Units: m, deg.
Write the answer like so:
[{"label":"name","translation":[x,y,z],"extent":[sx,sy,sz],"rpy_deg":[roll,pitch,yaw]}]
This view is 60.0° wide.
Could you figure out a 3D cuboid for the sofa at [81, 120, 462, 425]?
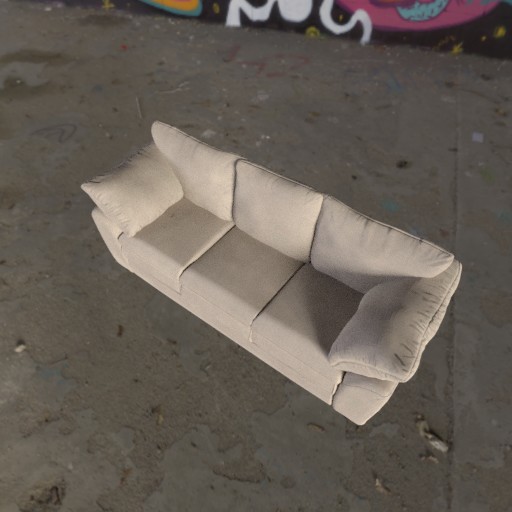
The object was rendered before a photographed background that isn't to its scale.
[{"label":"sofa","translation":[0.000,0.000,2.878],"extent":[2.334,0.996,0.878],"rpy_deg":[29,53,25]}]
